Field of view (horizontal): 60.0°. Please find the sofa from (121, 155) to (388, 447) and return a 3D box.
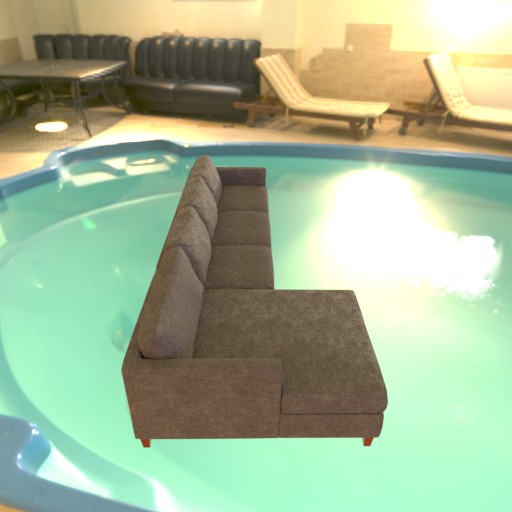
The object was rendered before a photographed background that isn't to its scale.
[{"bbox_3d":[0.000,0.000,4.147,1.606,0.954,3.471,0,31,0],"label":"sofa"}]
